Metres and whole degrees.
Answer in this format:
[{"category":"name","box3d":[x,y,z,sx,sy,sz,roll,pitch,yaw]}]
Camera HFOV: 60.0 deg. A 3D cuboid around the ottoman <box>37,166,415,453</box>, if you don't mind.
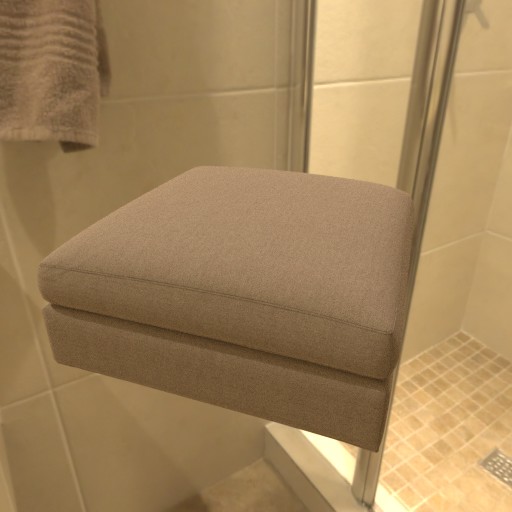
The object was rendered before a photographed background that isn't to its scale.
[{"category":"ottoman","box3d":[0.000,0.000,1.596,1.041,0.470,1.041,9,28,18]}]
